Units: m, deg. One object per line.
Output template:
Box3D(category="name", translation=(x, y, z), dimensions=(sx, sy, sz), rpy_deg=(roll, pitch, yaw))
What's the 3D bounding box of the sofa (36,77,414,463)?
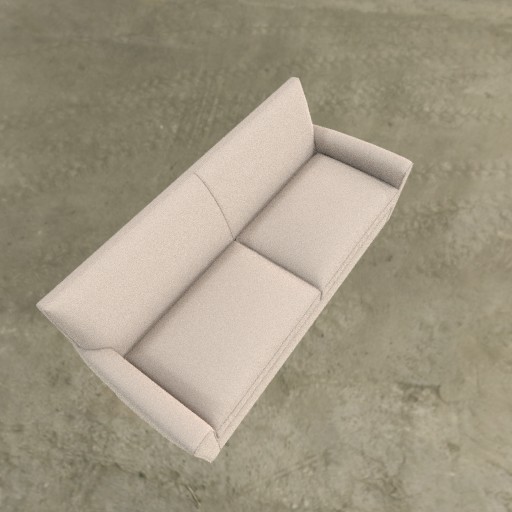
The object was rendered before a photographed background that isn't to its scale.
Box3D(category="sofa", translation=(0.000, 0.000, 2.453), dimensions=(0.875, 0.846, 2.000), rpy_deg=(32, 63, 19))
